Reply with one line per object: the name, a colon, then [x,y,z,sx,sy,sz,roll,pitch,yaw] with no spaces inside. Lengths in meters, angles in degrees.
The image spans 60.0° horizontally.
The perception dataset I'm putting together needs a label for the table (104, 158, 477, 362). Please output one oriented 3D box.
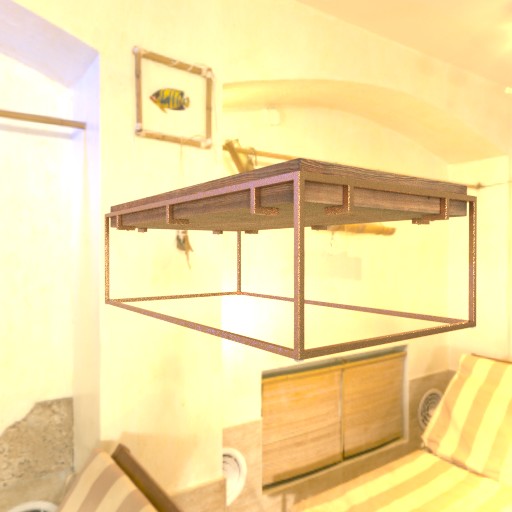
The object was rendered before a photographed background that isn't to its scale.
table: [0.000,0.000,1.781,0.775,0.468,1.387,0,1,-36]
